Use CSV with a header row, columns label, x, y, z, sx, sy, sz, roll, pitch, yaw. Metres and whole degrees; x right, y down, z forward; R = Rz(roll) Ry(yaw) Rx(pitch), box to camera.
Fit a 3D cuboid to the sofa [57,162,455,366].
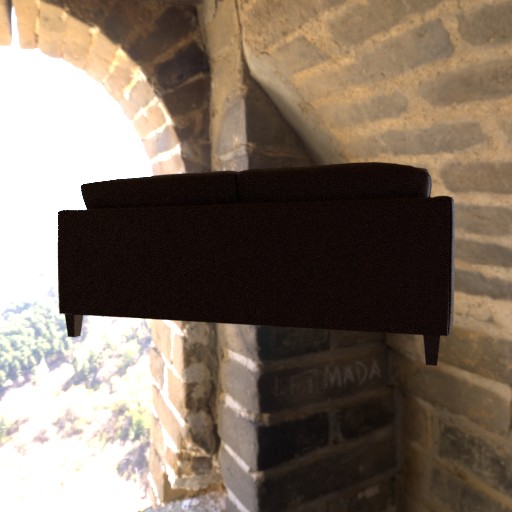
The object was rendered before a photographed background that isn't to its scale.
label,x,y,z,sx,sy,sz,roll,pitch,yaw
sofa,0.000,0.000,2.485,1.971,0.863,0.923,0,1,19
